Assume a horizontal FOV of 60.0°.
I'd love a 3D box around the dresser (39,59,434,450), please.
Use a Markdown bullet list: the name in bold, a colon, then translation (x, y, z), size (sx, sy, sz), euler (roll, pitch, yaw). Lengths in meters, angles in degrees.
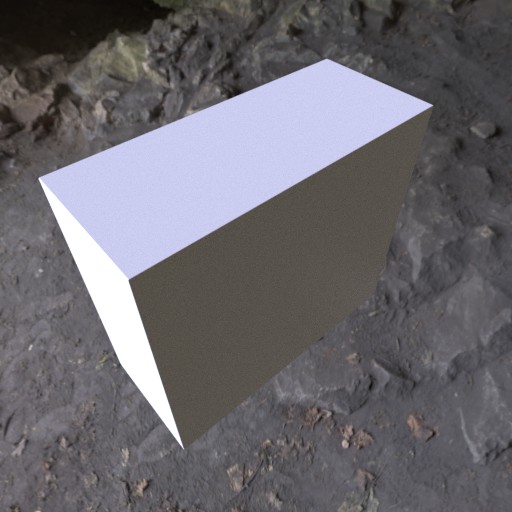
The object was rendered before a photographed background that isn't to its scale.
- **dresser**: translation (0.000, 0.000, 1.645), size (1.100, 1.000, 0.460), euler (-33, 55, -27)
